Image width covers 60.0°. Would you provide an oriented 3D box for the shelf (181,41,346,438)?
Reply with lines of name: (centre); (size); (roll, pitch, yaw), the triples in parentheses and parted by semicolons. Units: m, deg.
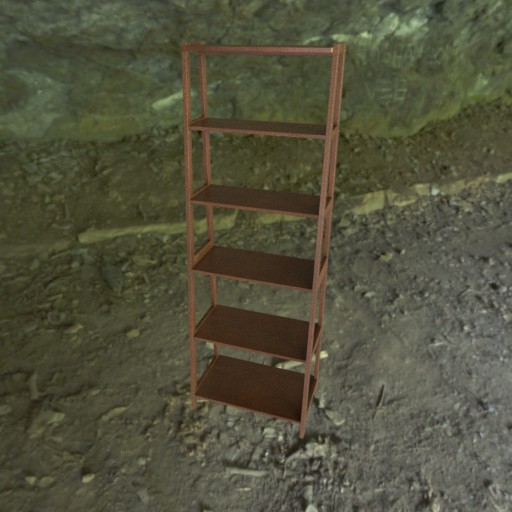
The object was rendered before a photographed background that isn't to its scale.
shelf: (0.000, 0.000, 2.183); (0.660, 1.892, 0.382); (9, 28, 16)
